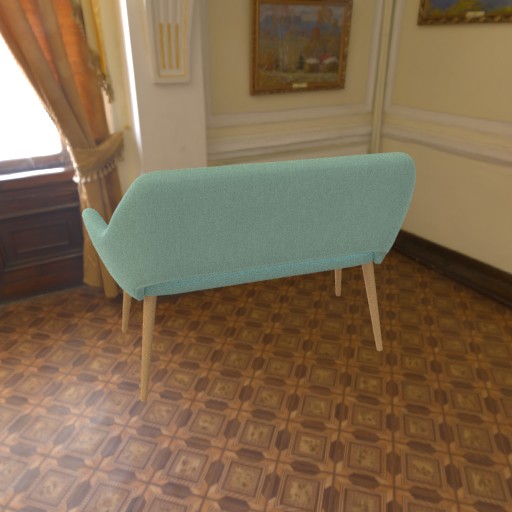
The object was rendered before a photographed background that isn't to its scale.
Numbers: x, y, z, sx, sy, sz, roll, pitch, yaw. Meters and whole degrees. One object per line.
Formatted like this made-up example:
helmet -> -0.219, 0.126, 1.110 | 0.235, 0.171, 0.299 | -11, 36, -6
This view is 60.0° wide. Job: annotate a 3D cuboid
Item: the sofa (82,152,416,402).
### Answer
sofa -> 0.000, 0.000, 1.638 | 1.150, 0.840, 0.610 | -8, 27, -16
